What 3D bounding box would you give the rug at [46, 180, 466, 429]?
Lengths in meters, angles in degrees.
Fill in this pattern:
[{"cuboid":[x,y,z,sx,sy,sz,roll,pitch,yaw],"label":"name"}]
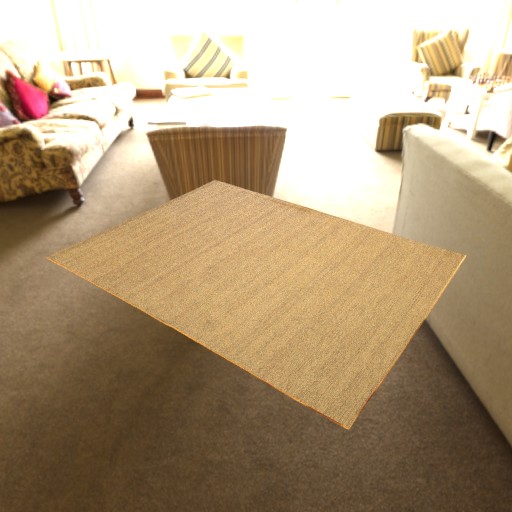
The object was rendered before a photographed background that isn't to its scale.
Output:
[{"cuboid":[0.000,0.000,4.215,3.202,0.045,2.434,22,37,31],"label":"rug"}]
